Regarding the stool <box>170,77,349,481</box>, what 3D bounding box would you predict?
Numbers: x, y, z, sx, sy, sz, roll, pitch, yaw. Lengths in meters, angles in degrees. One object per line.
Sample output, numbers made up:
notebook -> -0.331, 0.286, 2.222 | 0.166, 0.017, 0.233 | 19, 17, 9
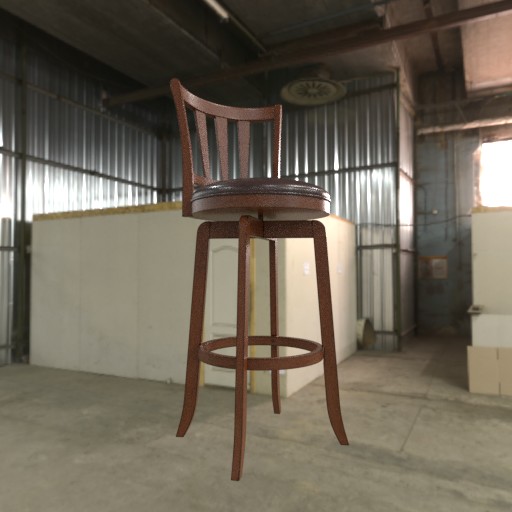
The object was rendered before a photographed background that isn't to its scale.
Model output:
stool -> 0.000, 0.000, 1.449 | 0.464, 1.177, 0.503 | 1, -1, -34
